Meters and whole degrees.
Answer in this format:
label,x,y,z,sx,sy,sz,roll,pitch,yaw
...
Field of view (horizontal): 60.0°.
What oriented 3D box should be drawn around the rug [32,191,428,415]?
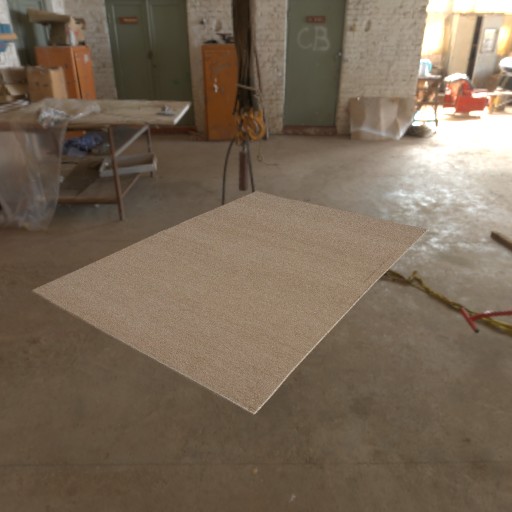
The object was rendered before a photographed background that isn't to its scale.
label,x,y,z,sx,sy,sz,roll,pitch,yaw
rug,0.000,0.000,3.766,2.032,0.038,2.869,18,32,32
